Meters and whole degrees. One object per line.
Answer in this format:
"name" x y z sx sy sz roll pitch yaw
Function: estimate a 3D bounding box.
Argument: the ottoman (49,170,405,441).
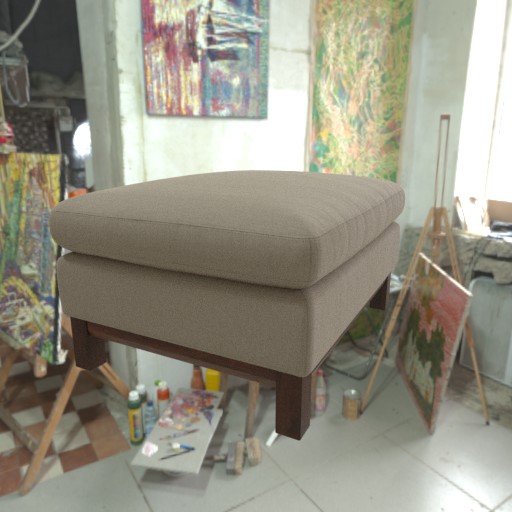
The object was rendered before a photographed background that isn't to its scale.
"ottoman" 0.000 0.000 1.130 0.606 0.420 0.771 8 17 27
